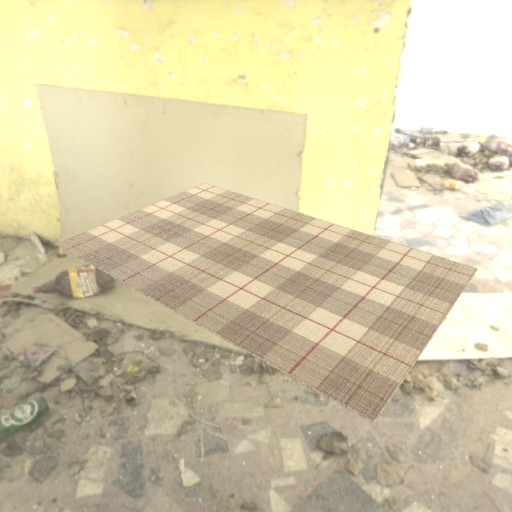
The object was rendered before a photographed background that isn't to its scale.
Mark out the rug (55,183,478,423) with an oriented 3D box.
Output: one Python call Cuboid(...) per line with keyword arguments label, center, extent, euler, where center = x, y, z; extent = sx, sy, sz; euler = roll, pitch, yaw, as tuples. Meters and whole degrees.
Cuboid(label="rug", center=(0.000, 0.000, 3.010), extent=(2.464, 0.010, 1.549), euler=(22, 37, 32))
